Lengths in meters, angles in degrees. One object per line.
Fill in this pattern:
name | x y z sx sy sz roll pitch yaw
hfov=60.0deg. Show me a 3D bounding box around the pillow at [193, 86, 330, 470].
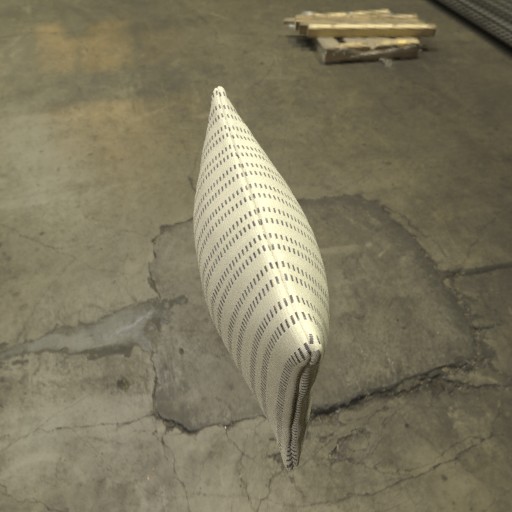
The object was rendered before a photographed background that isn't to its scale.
pillow | 0.000 0.000 0.806 0.210 0.353 0.640 -9 47 -9
